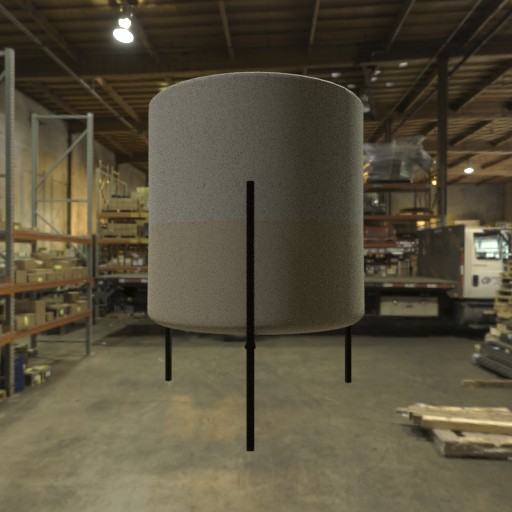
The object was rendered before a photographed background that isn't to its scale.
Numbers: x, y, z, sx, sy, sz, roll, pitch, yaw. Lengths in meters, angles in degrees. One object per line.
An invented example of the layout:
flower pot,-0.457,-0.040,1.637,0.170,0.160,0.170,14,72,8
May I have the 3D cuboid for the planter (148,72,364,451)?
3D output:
planter,0.000,0.000,0.646,0.313,0.423,0.335,0,0,1
